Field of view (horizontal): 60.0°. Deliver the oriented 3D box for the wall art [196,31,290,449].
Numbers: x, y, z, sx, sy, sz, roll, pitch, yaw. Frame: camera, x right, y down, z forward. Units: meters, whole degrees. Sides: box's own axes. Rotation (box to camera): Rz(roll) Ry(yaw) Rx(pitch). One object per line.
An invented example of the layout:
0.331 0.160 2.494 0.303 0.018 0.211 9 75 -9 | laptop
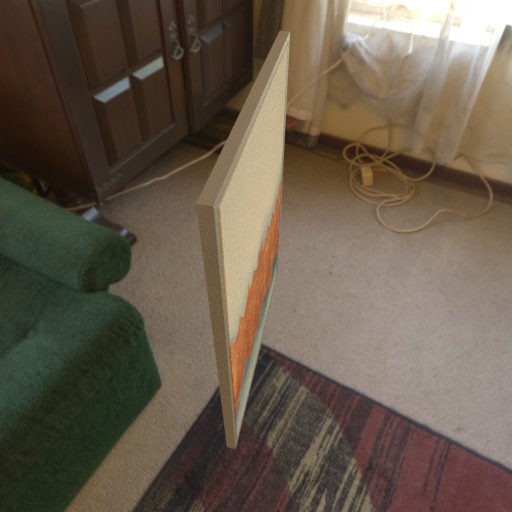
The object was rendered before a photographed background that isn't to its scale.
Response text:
0.000 0.000 1.368 0.034 1.042 0.789 9 47 8 | wall art
